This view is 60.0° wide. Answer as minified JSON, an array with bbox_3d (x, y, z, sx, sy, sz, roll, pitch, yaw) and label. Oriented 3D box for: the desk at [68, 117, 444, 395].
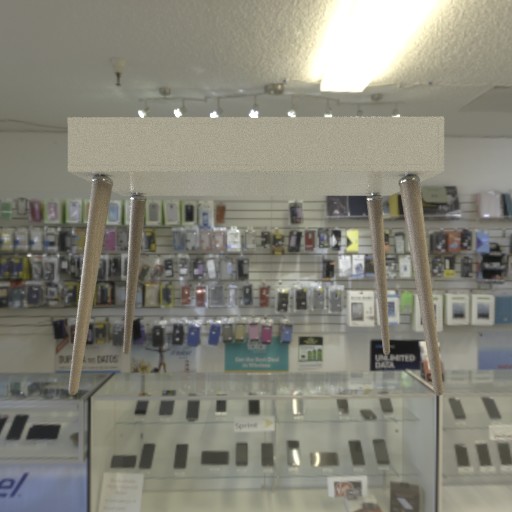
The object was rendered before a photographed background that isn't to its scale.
[{"bbox_3d":[0.000,0.000,1.387,0.979,0.723,0.491,0,0,0],"label":"desk"}]
